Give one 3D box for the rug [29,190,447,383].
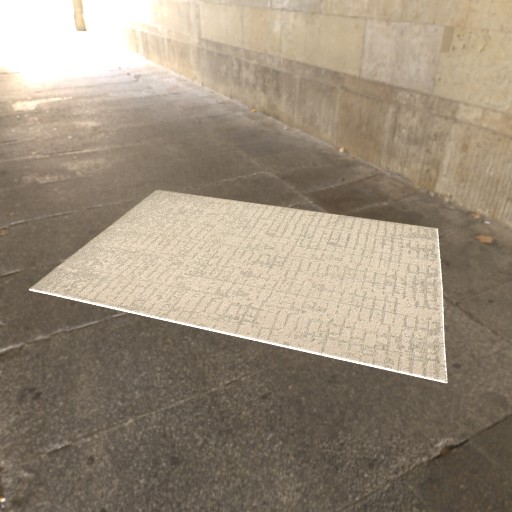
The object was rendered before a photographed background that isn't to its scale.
[{"bbox_3d":[0.000,0.000,2.307,1.827,0.007,1.211,10,33,15],"label":"rug"}]
